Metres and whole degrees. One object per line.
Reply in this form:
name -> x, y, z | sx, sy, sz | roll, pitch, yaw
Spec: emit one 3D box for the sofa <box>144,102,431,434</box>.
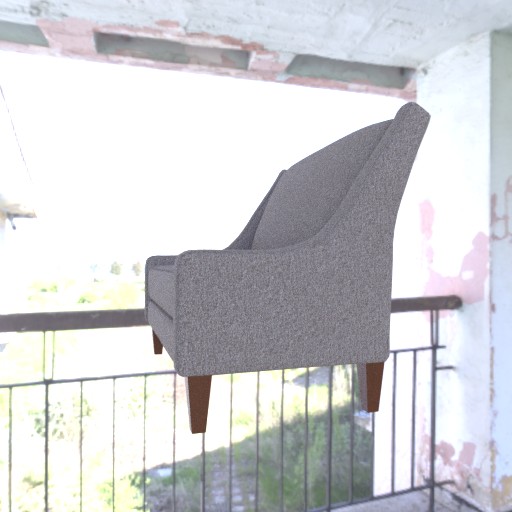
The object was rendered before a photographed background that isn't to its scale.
sofa -> 0.000, 0.000, 1.932 | 0.862, 1.026, 1.242 | 0, -1, -18
